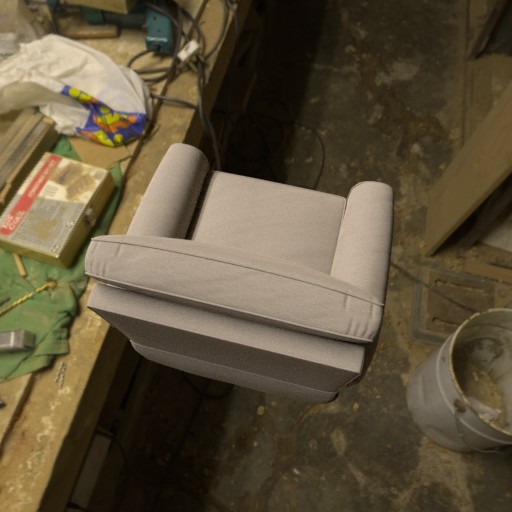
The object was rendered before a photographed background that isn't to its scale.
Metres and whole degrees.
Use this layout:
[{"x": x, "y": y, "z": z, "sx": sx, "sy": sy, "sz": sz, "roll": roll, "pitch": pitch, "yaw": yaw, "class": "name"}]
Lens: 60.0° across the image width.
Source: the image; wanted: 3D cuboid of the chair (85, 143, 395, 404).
[{"x": 0.000, "y": 0.000, "z": 1.945, "sx": 1.135, "sy": 1.017, "sz": 0.988, "roll": 13, "pitch": 63, "yaw": 6, "class": "chair"}]
